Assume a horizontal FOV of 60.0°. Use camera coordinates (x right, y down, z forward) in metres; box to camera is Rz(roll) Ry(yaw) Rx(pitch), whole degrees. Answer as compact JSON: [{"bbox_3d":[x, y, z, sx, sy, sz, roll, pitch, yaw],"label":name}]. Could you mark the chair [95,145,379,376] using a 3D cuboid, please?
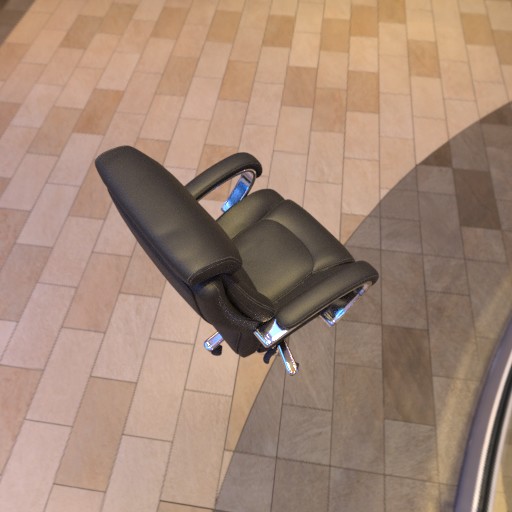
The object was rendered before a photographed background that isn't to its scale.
[{"bbox_3d":[0.000,0.000,1.716,0.790,1.183,0.755,-34,64,-19],"label":"chair"}]
